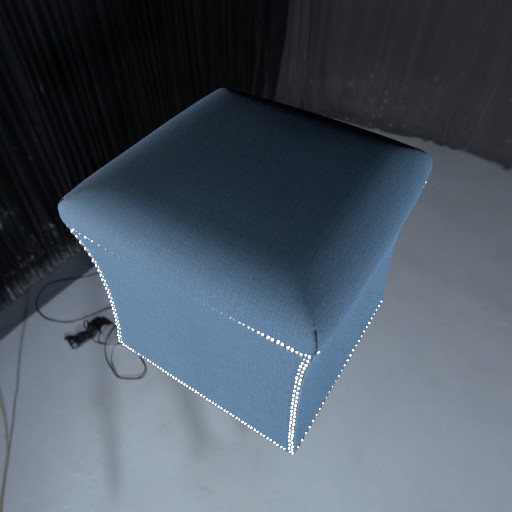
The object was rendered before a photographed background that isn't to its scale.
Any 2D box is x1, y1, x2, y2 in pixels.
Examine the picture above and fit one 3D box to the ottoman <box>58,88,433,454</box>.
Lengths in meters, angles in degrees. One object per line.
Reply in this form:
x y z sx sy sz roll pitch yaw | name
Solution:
0.000 0.000 0.921 0.507 0.475 0.497 26 52 22 | ottoman
